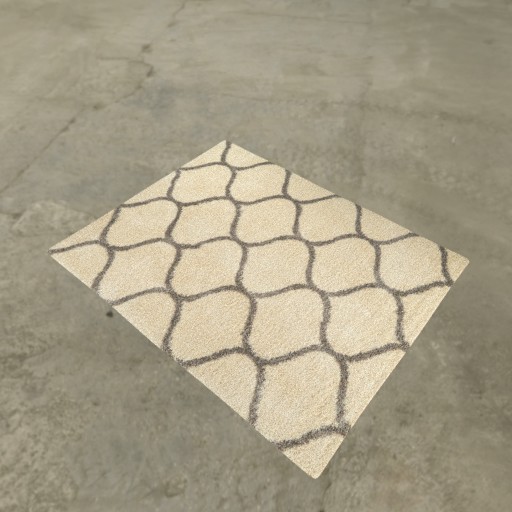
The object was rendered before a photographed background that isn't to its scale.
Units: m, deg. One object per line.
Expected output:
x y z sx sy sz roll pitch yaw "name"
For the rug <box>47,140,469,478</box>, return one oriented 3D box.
0.000 0.000 4.005 3.000 0.026 2.399 32 55 26 "rug"
